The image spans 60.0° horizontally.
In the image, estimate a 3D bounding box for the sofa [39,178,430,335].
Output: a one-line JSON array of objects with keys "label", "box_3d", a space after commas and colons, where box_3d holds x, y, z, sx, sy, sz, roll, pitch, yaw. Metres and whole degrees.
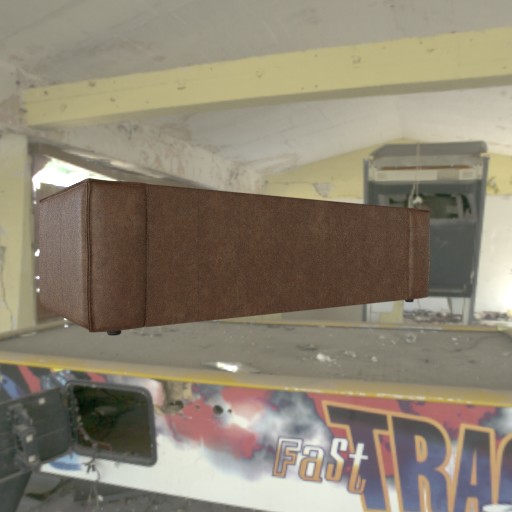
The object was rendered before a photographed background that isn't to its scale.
[{"label": "sofa", "box_3d": [0.000, 0.000, 3.037, 2.581, 0.701, 1.102, 0, 1, -36]}]
